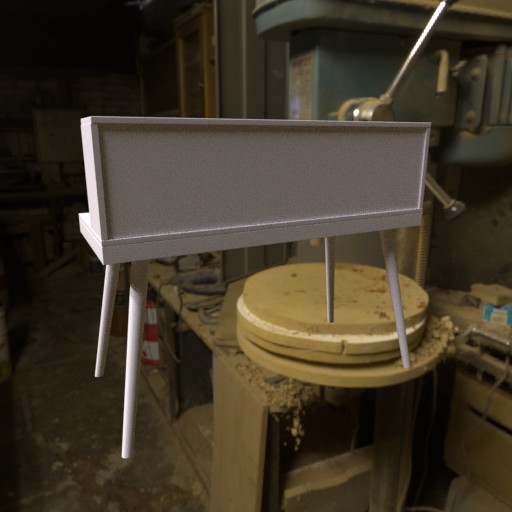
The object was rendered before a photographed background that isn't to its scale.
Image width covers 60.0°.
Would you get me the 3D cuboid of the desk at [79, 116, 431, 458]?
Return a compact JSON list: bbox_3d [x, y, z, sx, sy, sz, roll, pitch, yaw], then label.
[{"bbox_3d":[0.000,0.000,1.715,1.199,0.990,0.559,-8,17,-27],"label":"desk"}]
